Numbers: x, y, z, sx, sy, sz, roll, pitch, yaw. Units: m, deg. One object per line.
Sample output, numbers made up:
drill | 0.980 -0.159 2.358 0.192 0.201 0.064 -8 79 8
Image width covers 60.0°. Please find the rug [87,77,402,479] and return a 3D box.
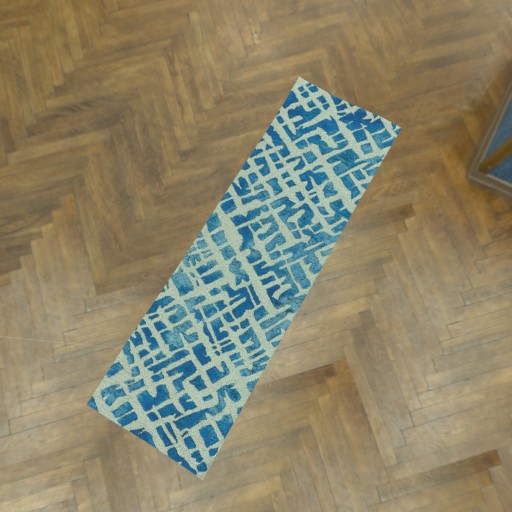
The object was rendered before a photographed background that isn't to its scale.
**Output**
rug | 0.000 0.000 2.692 0.768 0.011 2.446 30 78 7
